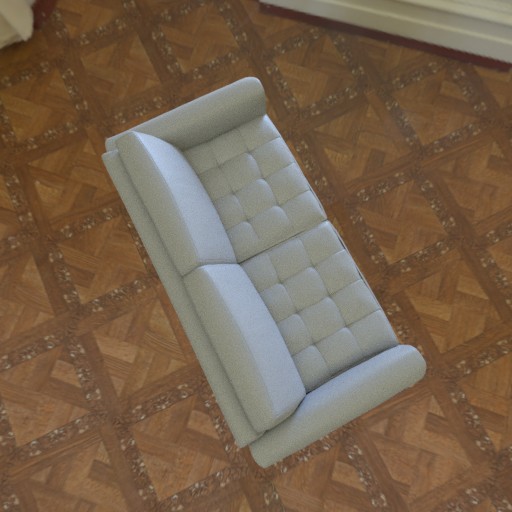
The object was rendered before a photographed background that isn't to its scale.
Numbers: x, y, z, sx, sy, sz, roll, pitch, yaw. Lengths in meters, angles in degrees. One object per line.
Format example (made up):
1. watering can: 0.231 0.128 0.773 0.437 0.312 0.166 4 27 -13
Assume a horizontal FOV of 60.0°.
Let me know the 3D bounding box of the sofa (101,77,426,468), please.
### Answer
1. sofa: 0.000 0.000 2.745 1.121 0.930 2.177 -27 78 -6
